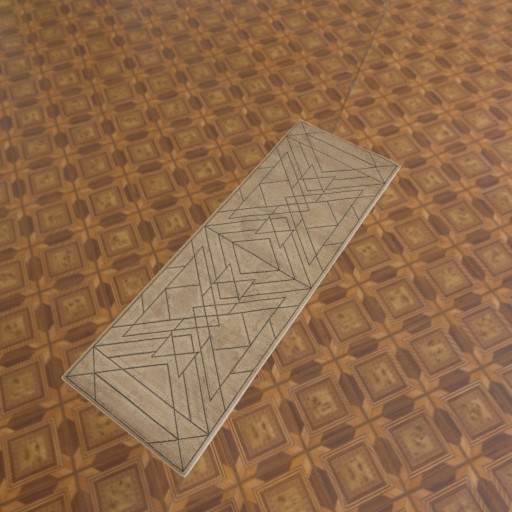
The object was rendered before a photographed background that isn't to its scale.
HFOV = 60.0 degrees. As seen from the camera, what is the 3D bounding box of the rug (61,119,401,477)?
[{"bbox_3d":[0.000,0.000,2.694,0.831,0.036,2.381,30,63,17],"label":"rug"}]
